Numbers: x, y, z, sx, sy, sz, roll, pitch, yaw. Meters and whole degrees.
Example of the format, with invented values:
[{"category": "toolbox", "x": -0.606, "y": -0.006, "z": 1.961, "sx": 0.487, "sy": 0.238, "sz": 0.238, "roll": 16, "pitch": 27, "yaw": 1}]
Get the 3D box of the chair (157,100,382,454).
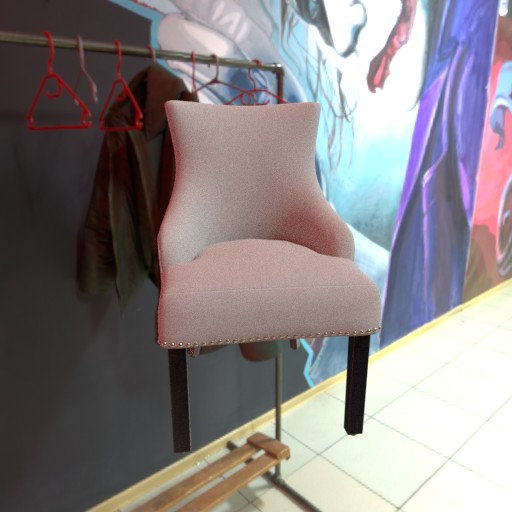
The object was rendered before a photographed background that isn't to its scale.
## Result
[{"category": "chair", "x": 0.000, "y": 0.000, "z": 1.326, "sx": 0.566, "sy": 0.909, "sz": 0.629, "roll": -2, "pitch": 15, "yaw": -9}]
